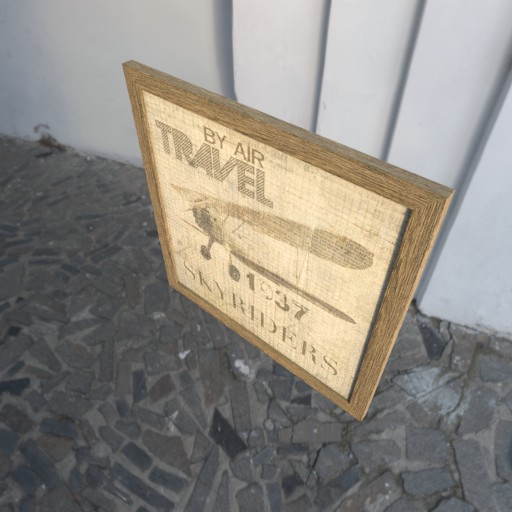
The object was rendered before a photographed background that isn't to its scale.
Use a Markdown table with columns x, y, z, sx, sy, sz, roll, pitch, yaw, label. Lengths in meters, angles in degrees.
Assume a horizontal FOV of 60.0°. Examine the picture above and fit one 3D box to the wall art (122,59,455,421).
| x | y | z | sx | sy | sz | roll | pitch | yaw | label |
| --- | --- | --- | --- | --- | --- | --- | --- | --- | --- |
| 0.000 | 0.000 | 0.737 | 0.508 | 0.508 | 0.019 | 31 | 53 | 27 | wall art |
